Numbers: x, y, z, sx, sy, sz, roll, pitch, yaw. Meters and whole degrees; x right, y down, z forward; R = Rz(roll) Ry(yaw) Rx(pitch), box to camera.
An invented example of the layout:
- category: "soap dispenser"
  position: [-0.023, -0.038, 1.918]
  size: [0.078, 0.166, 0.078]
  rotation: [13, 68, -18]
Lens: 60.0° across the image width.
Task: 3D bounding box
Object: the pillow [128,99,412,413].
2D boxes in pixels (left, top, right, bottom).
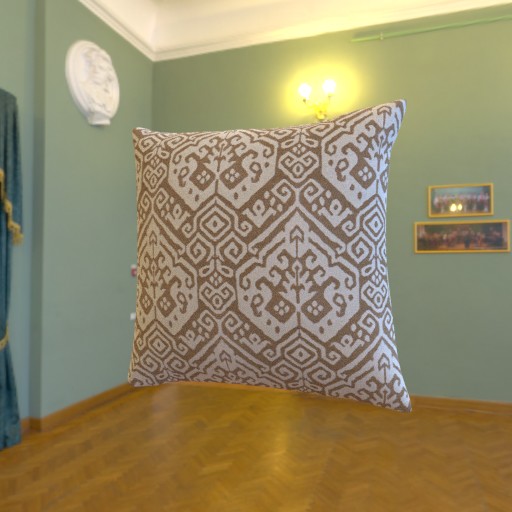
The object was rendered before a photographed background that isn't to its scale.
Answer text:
- category: "pillow"
  position: [0.000, 0.000, 0.638]
  size: [0.419, 0.407, 0.173]
  rotation: [0, -1, 17]
